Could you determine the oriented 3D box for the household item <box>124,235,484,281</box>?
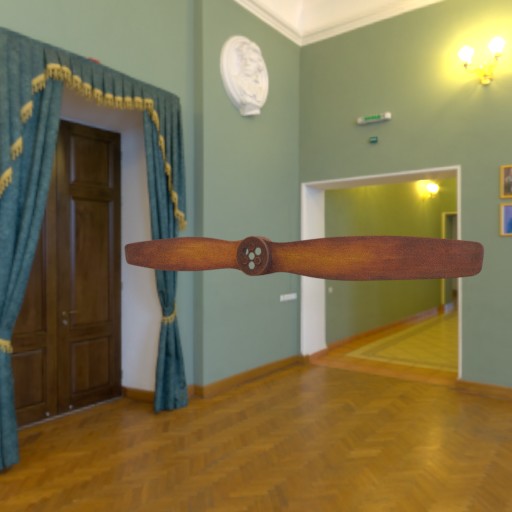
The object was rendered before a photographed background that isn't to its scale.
[{"bbox_3d":[0.000,0.000,1.278,1.181,0.121,0.051,0,1,36],"label":"household item"}]
